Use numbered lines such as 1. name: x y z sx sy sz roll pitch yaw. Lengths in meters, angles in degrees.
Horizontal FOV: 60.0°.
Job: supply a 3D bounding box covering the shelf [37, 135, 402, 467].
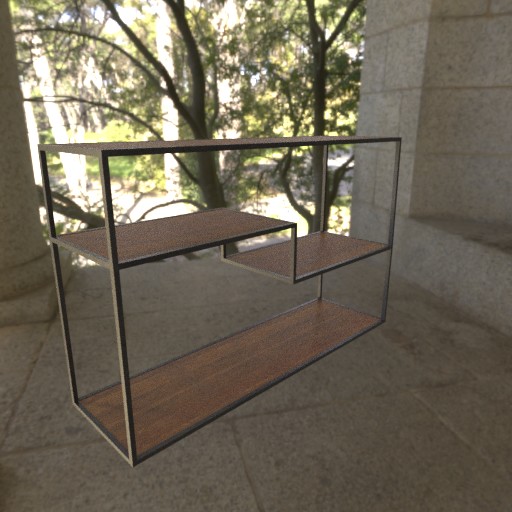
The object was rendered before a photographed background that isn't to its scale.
1. shelf: 0.000 0.000 1.510 1.201 0.765 0.361 -16 23 -42
